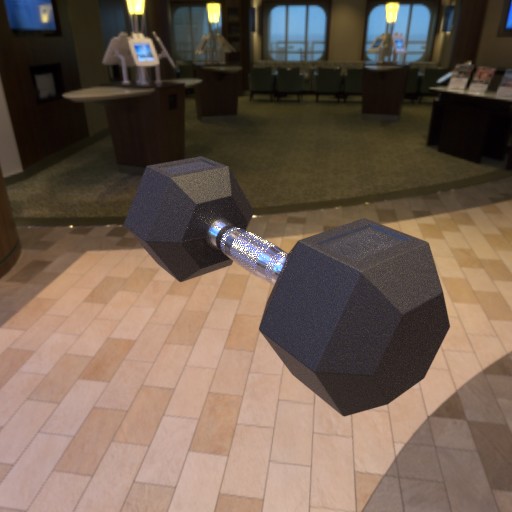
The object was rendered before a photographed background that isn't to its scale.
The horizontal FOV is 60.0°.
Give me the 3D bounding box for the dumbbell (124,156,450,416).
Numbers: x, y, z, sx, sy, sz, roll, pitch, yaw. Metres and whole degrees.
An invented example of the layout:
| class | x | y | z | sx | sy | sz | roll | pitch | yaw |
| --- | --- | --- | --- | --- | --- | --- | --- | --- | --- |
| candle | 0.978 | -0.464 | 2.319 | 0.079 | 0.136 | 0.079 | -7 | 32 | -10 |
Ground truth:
| class | x | y | z | sx | sy | sz | roll | pitch | yaw |
| --- | --- | --- | --- | --- | --- | --- | --- | --- | --- |
| dumbbell | 0.000 | 0.000 | 0.428 | 0.141 | 0.123 | 0.356 | -19 | 32 | -33 |
